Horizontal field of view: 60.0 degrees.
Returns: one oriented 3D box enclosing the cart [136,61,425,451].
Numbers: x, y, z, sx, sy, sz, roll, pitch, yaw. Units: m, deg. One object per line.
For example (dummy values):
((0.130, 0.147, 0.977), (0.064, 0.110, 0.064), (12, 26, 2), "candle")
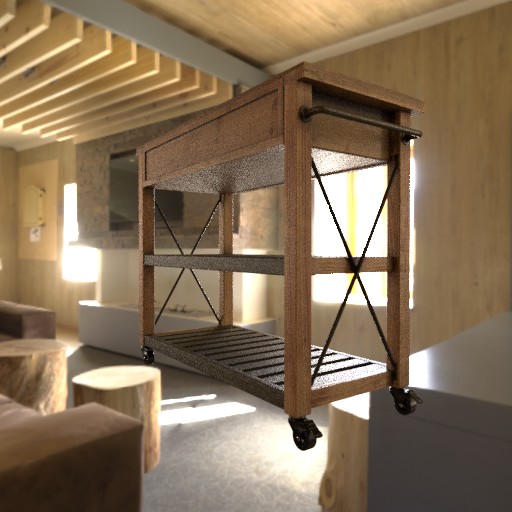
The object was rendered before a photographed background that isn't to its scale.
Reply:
((0.000, 0.000, 0.971), (0.298, 0.554, 0.686), (-1, 1, -36), "cart")
